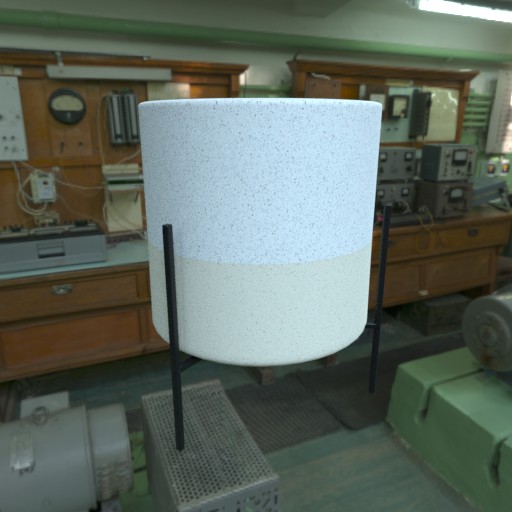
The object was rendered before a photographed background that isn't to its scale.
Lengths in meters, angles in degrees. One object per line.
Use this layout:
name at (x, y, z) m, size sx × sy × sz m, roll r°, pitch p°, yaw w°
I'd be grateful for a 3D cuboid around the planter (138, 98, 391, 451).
planter at (0.000, 0.000, 0.650) m, size 0.313 × 0.423 × 0.335 m, roll -8°, pitch 18°, yaw -24°
